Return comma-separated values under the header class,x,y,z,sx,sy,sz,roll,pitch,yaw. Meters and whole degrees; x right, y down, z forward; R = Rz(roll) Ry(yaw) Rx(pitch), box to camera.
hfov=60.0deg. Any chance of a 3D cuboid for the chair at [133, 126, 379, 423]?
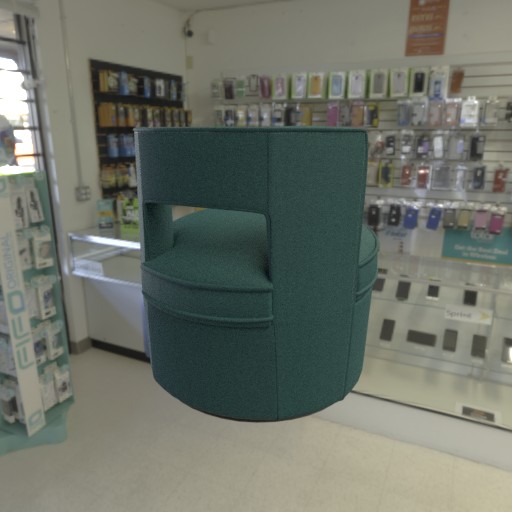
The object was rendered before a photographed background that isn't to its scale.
class,x,y,z,sx,sy,sz,roll,pitch,yaw
chair,0.000,0.000,1.274,0.684,0.711,0.660,8,18,27
